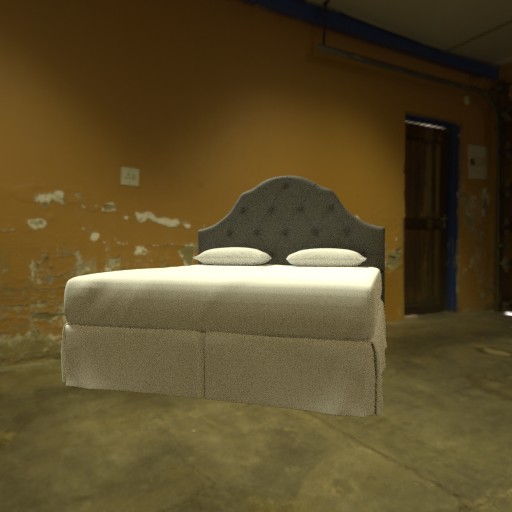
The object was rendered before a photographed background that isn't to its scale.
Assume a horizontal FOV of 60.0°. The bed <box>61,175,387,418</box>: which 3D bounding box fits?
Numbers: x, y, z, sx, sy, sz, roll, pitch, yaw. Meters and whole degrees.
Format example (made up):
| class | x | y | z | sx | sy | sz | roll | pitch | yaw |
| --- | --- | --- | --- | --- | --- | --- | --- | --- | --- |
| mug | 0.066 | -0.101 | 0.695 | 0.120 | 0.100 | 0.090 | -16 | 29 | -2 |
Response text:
| class | x | y | z | sx | sy | sz | roll | pitch | yaw |
| --- | --- | --- | --- | --- | --- | --- | --- | --- | --- |
| bed | 0.000 | 0.000 | 3.540 | 2.008 | 1.615 | 2.214 | 0 | 1 | 17 |
